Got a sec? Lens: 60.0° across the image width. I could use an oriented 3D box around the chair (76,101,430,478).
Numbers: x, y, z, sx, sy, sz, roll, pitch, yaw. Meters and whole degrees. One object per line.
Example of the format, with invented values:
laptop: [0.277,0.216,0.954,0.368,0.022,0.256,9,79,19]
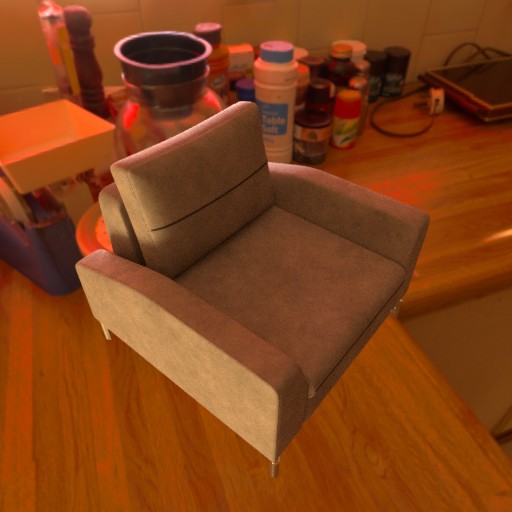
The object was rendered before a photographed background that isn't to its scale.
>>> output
chair: [0.000,0.000,1.576,0.900,0.800,0.900,29,50,28]
